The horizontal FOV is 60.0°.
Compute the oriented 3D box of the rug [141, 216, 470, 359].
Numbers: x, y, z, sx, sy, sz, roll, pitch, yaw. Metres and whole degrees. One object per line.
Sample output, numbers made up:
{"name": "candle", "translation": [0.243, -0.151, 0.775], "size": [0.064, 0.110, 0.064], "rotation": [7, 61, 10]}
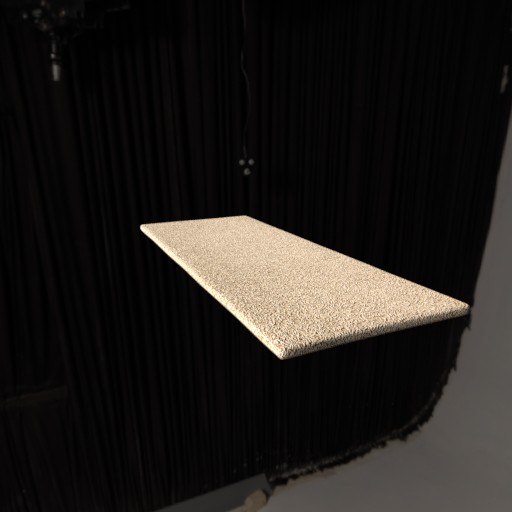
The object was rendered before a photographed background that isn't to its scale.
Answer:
{"name": "rug", "translation": [0.000, 0.000, 1.773], "size": [0.609, 0.030, 1.524], "rotation": [-7, 17, -25]}
